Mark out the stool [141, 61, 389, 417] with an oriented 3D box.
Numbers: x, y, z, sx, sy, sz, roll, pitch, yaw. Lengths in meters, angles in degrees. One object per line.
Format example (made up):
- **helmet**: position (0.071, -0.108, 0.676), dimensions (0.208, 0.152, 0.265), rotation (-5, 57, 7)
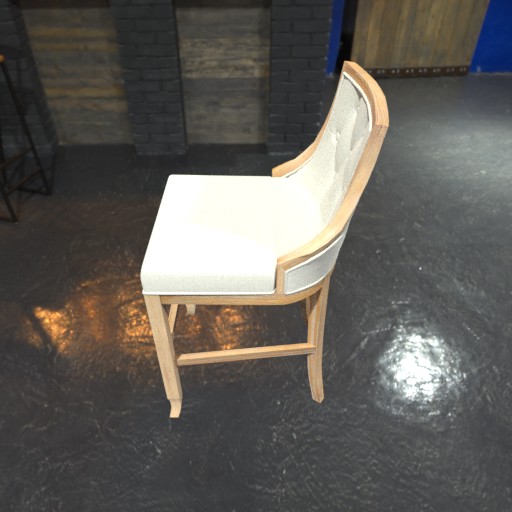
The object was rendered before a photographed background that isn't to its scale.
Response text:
- **stool**: position (0.000, 0.000, 1.460), dimensions (0.626, 1.101, 0.524), rotation (0, 40, 0)
